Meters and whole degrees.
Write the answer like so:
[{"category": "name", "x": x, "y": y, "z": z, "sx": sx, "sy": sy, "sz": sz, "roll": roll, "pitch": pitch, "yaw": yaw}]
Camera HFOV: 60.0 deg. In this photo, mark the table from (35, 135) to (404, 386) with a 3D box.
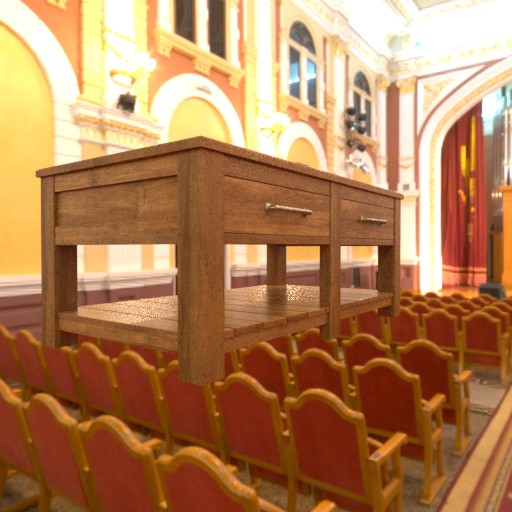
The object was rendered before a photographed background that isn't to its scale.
[{"category": "table", "x": 0.000, "y": 0.000, "z": 1.477, "sx": 0.635, "sy": 0.480, "sz": 1.150, "roll": 1, "pitch": 1, "yaw": 37}]
